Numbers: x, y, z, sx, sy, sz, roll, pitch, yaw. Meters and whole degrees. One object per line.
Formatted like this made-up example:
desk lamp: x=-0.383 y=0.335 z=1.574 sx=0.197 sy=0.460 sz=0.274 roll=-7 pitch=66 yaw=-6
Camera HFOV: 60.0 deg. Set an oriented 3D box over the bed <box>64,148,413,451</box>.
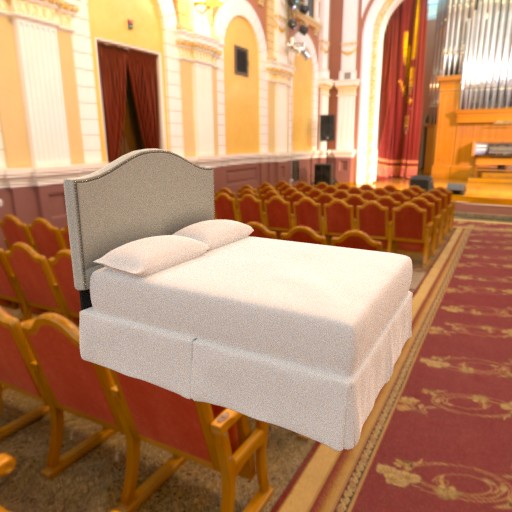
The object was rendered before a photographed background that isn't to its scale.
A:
bed: x=0.000 y=0.000 z=3.453 sx=2.180 sy=1.607 sz=1.813 roll=8 pitch=17 yaw=28
